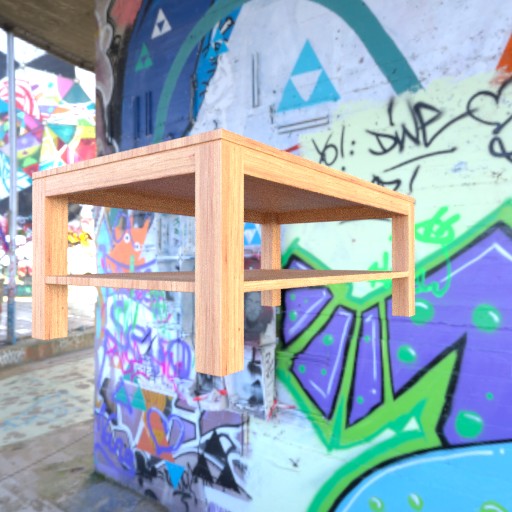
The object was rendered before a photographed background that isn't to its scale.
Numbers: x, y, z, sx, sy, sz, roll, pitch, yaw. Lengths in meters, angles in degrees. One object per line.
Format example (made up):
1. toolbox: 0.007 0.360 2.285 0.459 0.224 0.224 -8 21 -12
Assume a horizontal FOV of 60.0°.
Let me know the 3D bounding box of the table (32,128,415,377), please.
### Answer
1. table: 0.000 0.000 1.479 0.695 0.457 1.146 0 -1 37
